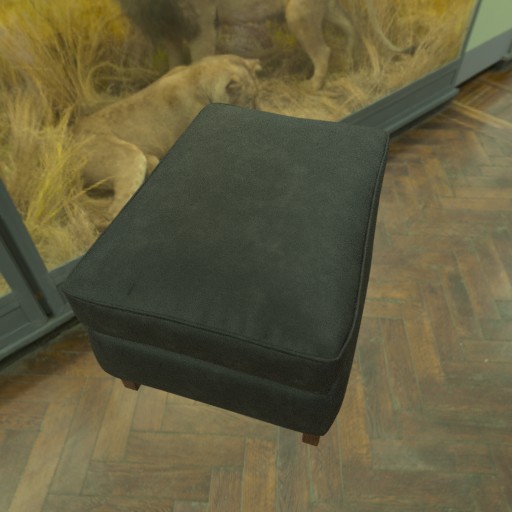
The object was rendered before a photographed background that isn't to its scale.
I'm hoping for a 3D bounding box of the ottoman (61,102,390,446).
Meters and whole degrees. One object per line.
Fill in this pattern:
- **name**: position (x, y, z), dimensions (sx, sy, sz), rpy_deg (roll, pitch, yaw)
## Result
- **ottoman**: position (0.000, 0.000, 0.989), dimensions (0.501, 0.413, 0.665), rpy_deg (13, 48, 12)
